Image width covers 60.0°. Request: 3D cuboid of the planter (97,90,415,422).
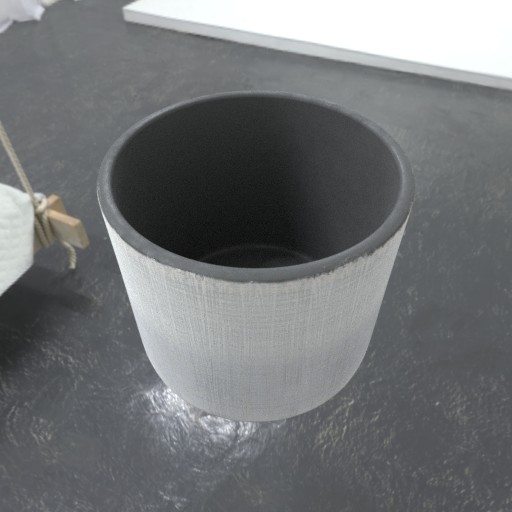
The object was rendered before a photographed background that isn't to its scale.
[{"bbox_3d":[0.000,0.000,0.435,0.254,0.221,0.254,0,47,0],"label":"planter"}]
